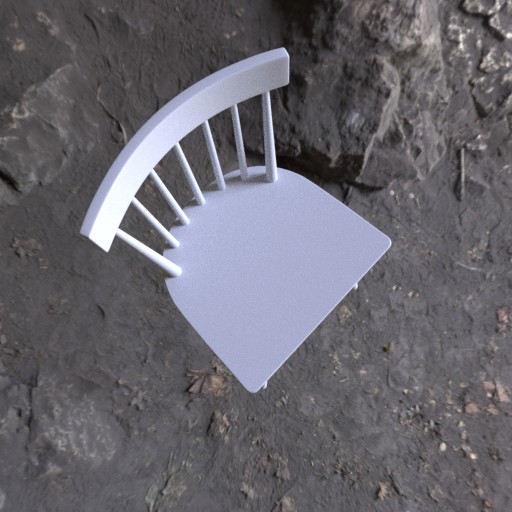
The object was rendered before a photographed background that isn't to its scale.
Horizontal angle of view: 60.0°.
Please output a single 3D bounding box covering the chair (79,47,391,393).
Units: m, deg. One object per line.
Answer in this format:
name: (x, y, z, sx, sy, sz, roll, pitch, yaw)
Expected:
chair: (0.000, 0.000, 1.088, 0.500, 0.787, 0.483, 43, 80, 9)
